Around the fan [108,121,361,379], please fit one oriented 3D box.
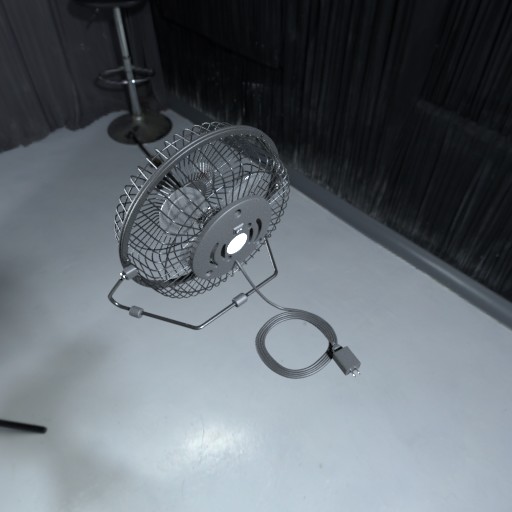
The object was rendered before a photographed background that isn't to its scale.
[{"bbox_3d":[0.000,0.000,0.388,0.209,0.188,0.227,-33,55,-27],"label":"fan"}]
